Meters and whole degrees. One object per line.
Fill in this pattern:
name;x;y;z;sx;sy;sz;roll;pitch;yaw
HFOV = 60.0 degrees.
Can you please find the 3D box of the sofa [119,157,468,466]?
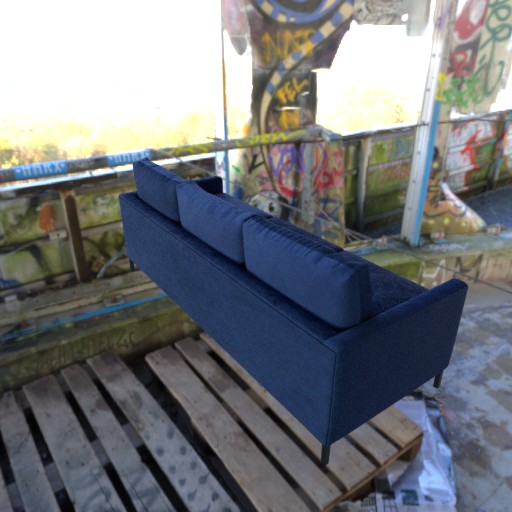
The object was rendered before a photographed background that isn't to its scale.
sofa;0.000;0.000;2.701;0.875;0.879;2.252;-17;31;-32
